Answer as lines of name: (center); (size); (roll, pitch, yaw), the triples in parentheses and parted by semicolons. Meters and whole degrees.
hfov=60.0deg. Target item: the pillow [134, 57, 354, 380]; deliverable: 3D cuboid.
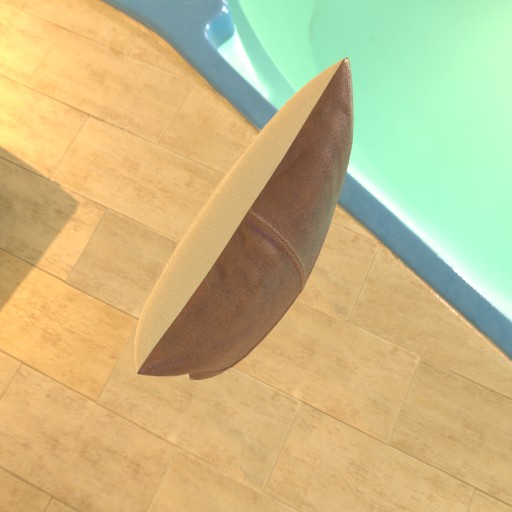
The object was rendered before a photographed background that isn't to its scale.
pillow: (0.000, 0.000, 0.743); (0.192, 0.470, 0.484); (31, 77, 8)
